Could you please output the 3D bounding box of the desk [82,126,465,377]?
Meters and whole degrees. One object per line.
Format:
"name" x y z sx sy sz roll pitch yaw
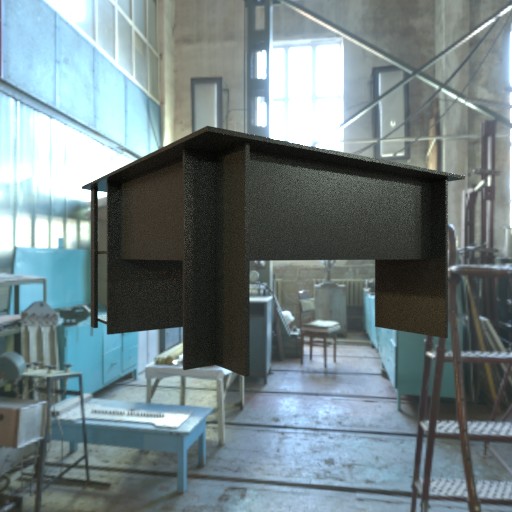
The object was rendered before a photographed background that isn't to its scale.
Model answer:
"desk" 0.000 0.000 2.137 1.303 0.716 1.361 0 0 -36
